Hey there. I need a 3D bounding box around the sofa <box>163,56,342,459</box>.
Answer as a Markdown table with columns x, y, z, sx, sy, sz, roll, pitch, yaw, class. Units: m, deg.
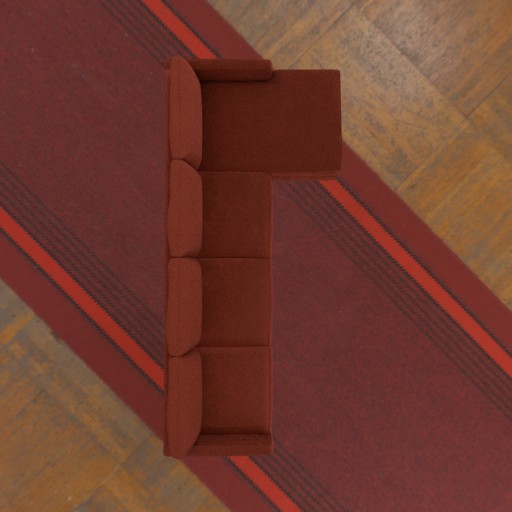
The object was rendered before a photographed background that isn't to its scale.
| x | y | z | sx | sy | sz | roll | pitch | yaw | class |
| --- | --- | --- | --- | --- | --- | --- | --- | --- | --- |
| 0.000 | 0.000 | 3.404 | 1.350 | 0.810 | 2.932 | 0 | 89 | -1 | sofa |
